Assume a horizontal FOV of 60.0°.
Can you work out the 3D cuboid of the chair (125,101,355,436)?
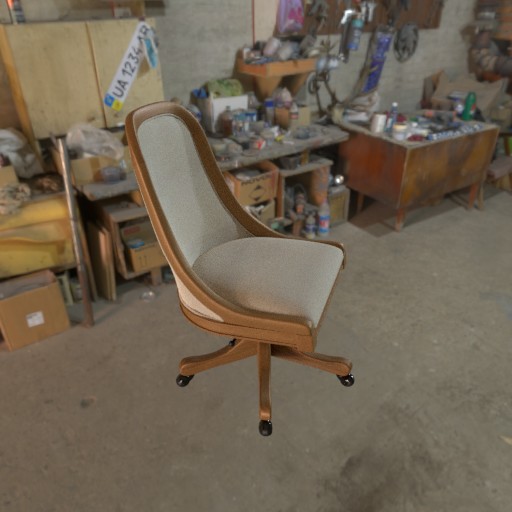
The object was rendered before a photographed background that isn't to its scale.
[{"bbox_3d":[0.000,0.000,1.606,0.811,1.009,0.702,10,30,17],"label":"chair"}]
